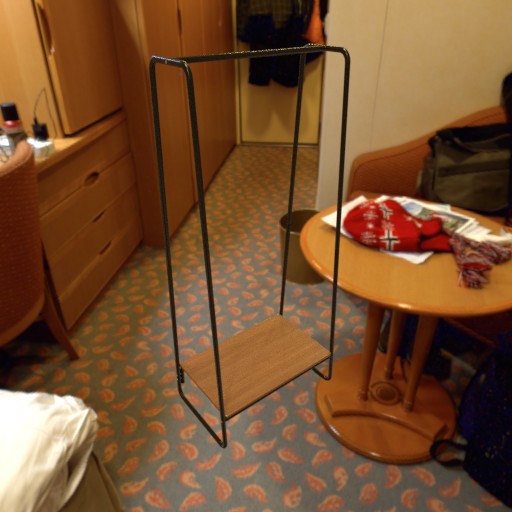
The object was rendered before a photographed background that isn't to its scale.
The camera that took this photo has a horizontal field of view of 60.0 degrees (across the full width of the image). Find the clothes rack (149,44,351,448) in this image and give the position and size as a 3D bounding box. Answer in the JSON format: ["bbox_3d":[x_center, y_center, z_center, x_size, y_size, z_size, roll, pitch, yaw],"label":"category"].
[{"bbox_3d":[0.000,0.000,1.778,0.640,1.500,0.400,-21,36,-32],"label":"clothes rack"}]
